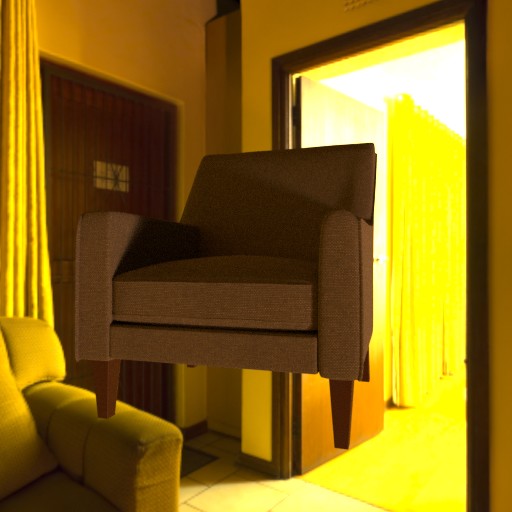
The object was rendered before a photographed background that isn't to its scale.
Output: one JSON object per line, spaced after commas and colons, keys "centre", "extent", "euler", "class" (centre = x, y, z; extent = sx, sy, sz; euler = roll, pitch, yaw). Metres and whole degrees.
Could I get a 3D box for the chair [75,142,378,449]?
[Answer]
{"centre": [0.000, 0.000, 1.527], "extent": [0.780, 0.919, 0.899], "euler": [0, 0, 17], "class": "chair"}
